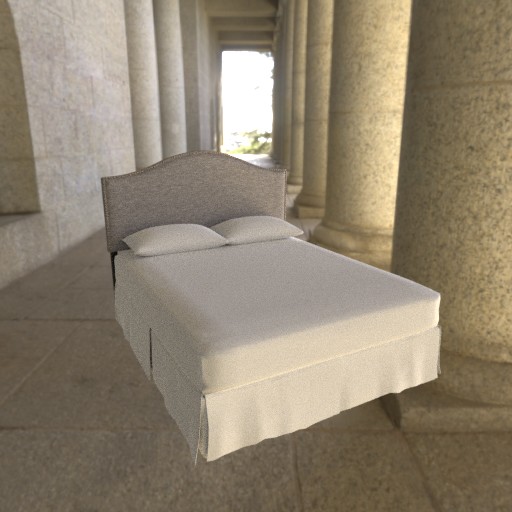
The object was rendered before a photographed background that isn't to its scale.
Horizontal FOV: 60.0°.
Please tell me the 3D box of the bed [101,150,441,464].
[{"bbox_3d":[0.000,0.000,2.940,1.610,1.295,1.870,-9,18,-27],"label":"bed"}]
